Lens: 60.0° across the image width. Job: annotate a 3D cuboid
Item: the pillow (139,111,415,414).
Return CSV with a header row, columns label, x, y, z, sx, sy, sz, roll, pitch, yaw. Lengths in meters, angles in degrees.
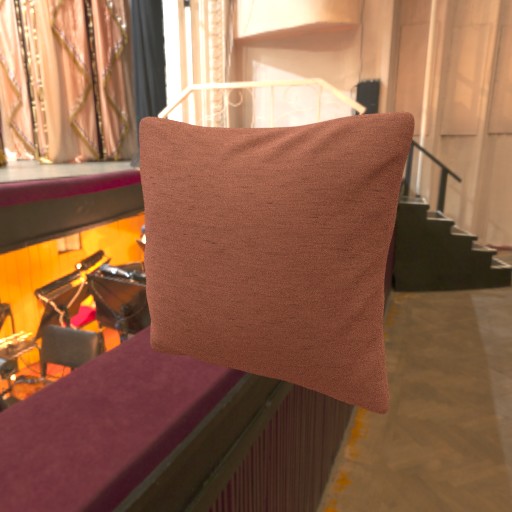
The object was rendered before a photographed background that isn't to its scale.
label,x,y,z,sx,sy,sz,roll,pitch,yaw
pillow,0.000,0.000,0.679,0.432,0.415,0.246,8,17,27
